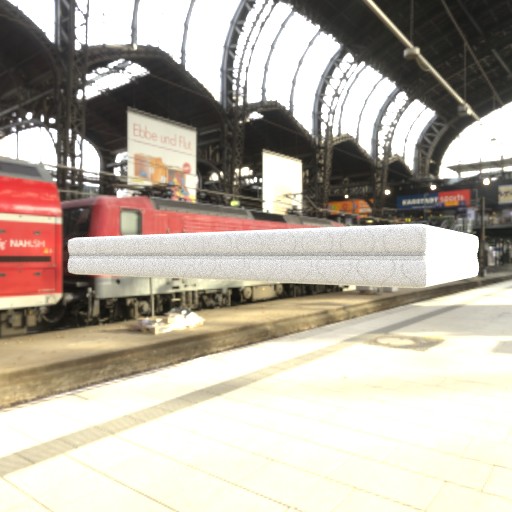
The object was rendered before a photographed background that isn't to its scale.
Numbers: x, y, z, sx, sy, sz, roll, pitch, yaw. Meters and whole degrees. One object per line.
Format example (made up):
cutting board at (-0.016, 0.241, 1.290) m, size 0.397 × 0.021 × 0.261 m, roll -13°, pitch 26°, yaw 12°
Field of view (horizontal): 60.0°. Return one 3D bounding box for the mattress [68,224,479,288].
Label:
mattress at (0.000, 0.000, 2.240) m, size 1.900 × 0.200 × 0.900 m, roll 0°, pitch 0°, yaw 36°
